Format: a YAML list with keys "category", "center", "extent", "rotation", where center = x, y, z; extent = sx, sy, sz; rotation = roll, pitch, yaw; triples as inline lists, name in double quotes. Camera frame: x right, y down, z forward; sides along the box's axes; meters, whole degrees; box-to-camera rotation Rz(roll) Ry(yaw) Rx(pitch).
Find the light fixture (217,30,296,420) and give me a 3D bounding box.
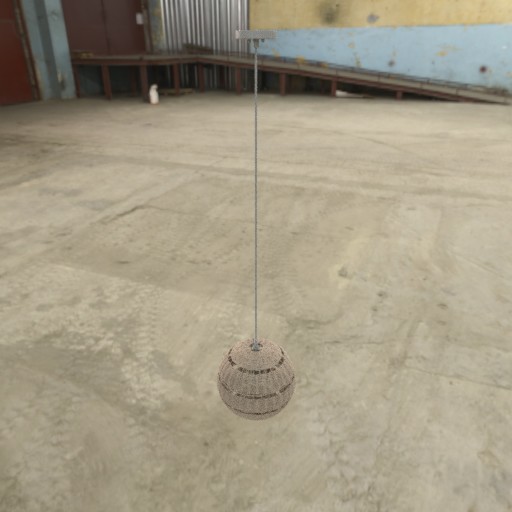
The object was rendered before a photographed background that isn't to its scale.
- category: "light fixture"
  center: [0.000, 0.000, 2.230]
  extent: [0.457, 2.019, 0.457]
  rotation: [-18, 31, -33]
